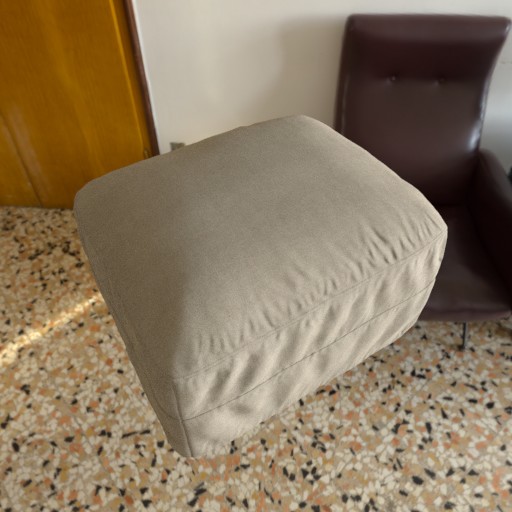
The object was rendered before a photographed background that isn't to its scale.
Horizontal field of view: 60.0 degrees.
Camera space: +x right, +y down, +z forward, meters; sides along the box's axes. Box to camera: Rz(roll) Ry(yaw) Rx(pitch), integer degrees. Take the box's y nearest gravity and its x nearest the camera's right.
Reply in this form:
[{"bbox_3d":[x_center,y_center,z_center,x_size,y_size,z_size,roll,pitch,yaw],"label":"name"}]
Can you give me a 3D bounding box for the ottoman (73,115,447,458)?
[{"bbox_3d":[0.000,0.000,1.066,0.712,0.480,0.584,-24,51,-21],"label":"ottoman"}]
